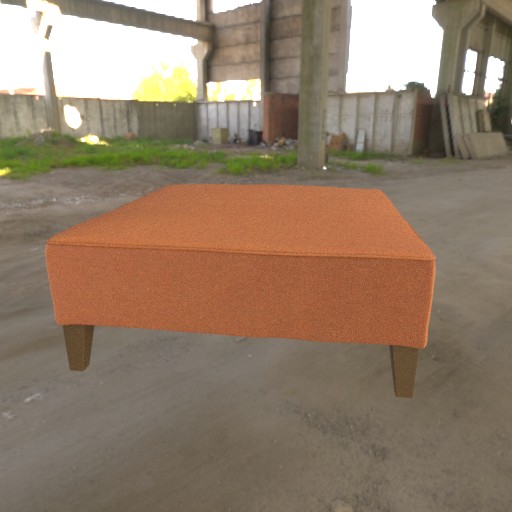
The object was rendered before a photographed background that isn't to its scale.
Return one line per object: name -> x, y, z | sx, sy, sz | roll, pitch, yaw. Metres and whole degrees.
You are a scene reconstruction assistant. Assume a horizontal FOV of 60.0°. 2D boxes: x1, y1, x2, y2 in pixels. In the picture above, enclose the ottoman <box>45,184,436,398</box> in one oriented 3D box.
ottoman -> 0.000, 0.000, 1.594 | 0.997, 0.438, 0.999 | 2, 17, 8
